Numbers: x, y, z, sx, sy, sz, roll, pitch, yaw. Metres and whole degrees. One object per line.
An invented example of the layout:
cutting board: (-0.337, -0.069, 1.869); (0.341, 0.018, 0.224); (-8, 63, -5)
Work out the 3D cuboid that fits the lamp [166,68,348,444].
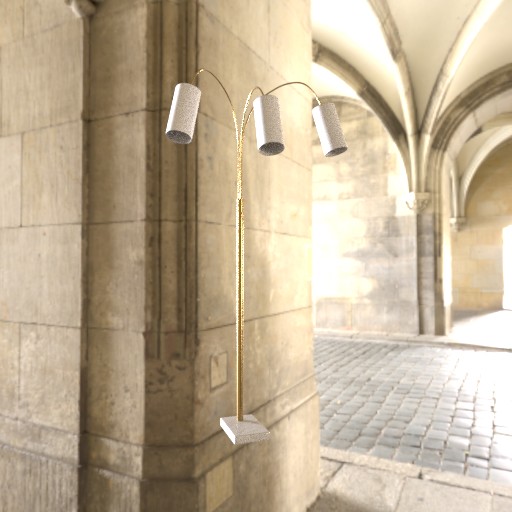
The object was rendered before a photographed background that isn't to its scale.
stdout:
lamp: (0.000, 0.000, 2.456); (1.020, 2.055, 0.667); (0, -1, -19)
